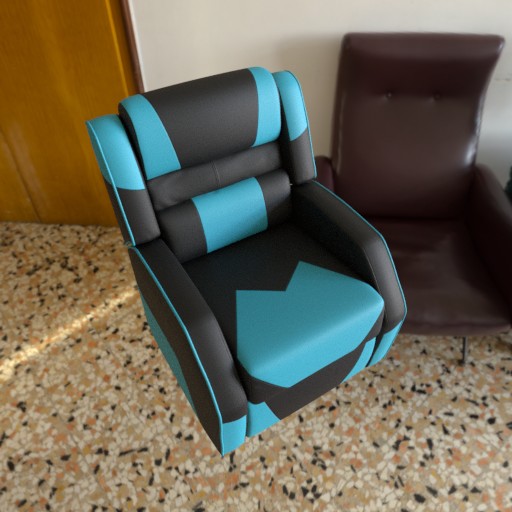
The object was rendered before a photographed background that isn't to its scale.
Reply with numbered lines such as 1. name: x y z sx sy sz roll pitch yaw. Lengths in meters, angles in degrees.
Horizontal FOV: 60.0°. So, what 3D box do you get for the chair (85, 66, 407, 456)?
1. chair: 0.000 0.000 1.274 0.620 0.805 0.672 -23 49 -22
